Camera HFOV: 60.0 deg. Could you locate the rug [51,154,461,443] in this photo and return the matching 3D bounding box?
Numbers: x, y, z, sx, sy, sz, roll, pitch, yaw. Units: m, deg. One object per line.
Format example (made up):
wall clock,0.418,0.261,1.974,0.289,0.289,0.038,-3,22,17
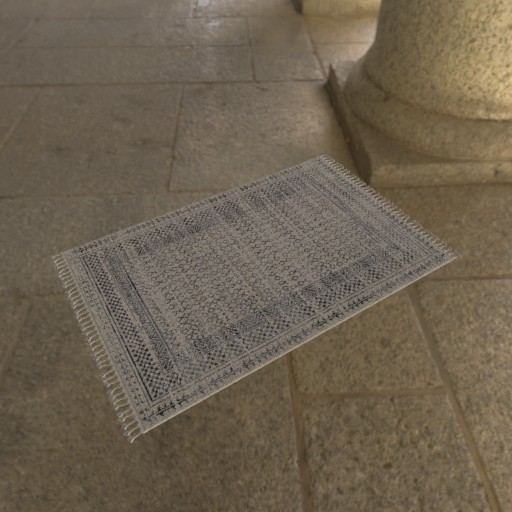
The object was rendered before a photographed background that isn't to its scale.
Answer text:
rug,0.000,0.000,3.123,2.486,0.013,1.548,-24,50,-22
